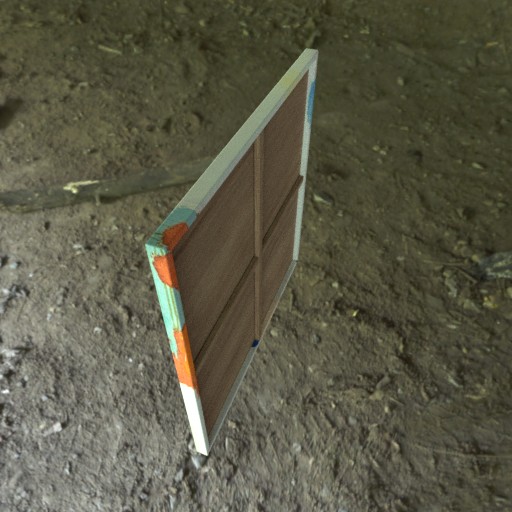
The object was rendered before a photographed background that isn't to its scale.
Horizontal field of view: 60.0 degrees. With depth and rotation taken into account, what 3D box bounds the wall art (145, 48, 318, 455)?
[{"bbox_3d":[0.000,0.000,1.518,0.044,1.017,1.017,16,48,15],"label":"wall art"}]
